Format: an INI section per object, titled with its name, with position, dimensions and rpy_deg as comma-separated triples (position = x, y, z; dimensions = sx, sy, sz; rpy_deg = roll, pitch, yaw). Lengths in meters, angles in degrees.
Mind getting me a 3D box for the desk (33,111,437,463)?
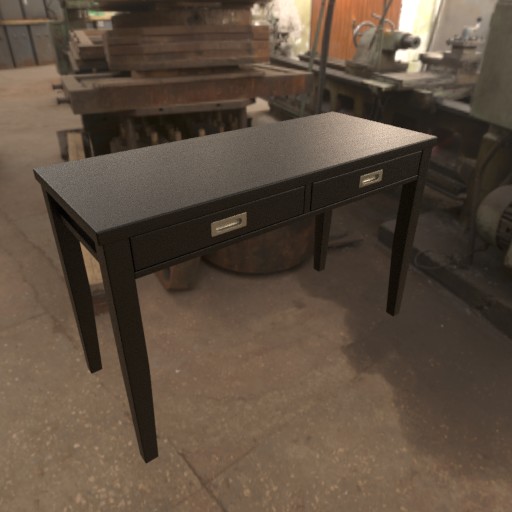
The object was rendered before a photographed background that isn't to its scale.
[desk]
position = 0.000, 0.000, 1.605
dimensions = 1.220, 0.775, 0.508
rpy_deg = -21, 36, -32
